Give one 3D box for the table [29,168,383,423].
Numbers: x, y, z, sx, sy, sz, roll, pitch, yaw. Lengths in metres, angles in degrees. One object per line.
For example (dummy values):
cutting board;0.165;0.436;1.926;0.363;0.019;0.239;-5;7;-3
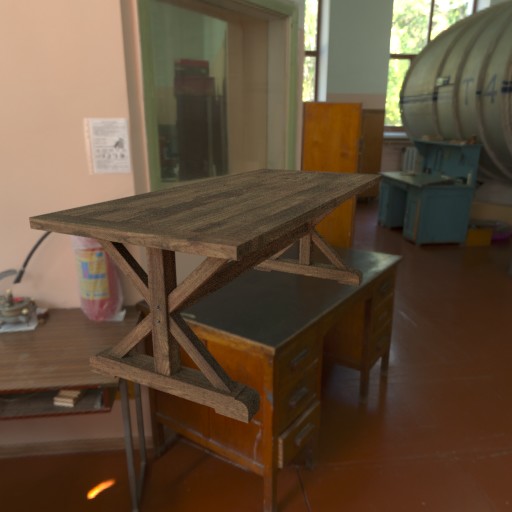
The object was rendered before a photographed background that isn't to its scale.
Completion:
table;0.000;0.000;2.461;0.907;0.733;2.031;8;19;26
